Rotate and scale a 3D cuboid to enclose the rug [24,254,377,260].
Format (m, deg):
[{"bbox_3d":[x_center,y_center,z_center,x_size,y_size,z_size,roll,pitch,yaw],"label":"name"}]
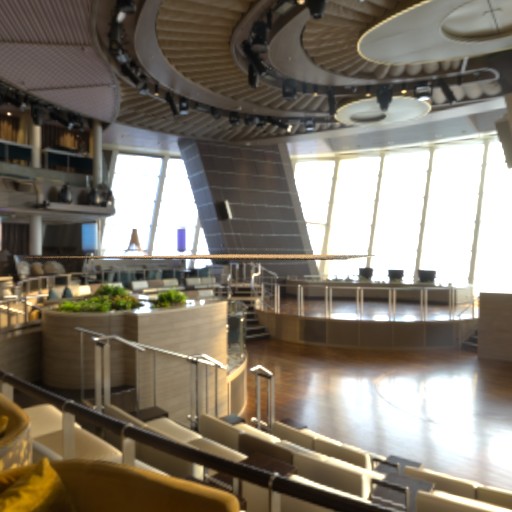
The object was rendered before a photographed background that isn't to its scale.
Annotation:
[{"bbox_3d":[0.000,0.000,2.983,1.521,0.006,2.435,0,1,18],"label":"rug"}]
